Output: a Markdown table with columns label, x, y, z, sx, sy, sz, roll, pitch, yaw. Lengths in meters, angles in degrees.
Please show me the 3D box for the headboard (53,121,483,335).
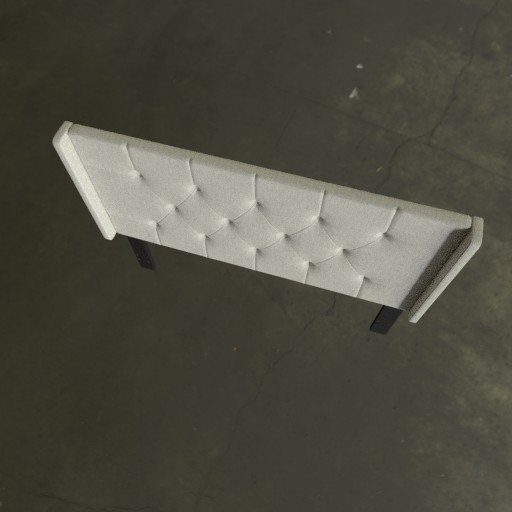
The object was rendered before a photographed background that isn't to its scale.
| label | x | y | z | sx | sy | sz | roll | pitch | yaw |
| --- | --- | --- | --- | --- | --- | --- | --- | --- | --- |
| headboard | 0.000 | 0.000 | 2.720 | 2.051 | 1.524 | 0.184 | 15 | 61 | 8 |
